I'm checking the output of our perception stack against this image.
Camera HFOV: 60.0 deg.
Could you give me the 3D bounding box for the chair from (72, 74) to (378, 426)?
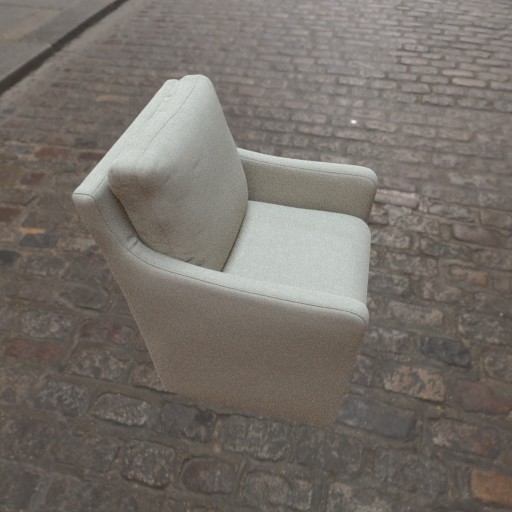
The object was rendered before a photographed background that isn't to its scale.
[{"bbox_3d":[0.000,0.000,1.378,0.694,0.914,0.626,9,47,9],"label":"chair"}]
